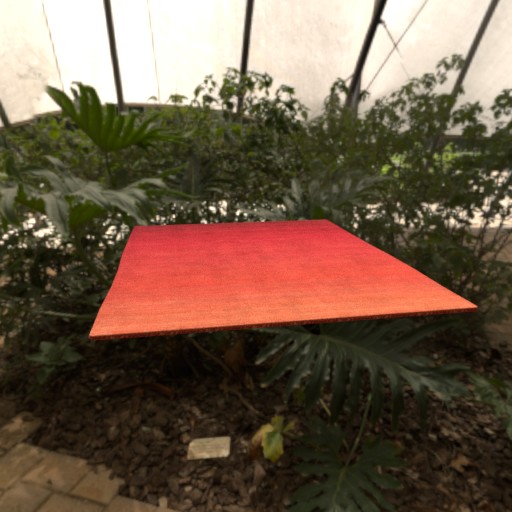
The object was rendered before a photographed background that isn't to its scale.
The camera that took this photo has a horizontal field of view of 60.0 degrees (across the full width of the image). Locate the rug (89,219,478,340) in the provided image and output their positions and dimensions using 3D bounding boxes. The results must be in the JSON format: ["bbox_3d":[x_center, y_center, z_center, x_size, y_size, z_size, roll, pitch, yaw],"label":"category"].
[{"bbox_3d":[0.000,0.000,3.925,2.340,0.028,2.905,-3,16,-10],"label":"rug"}]
